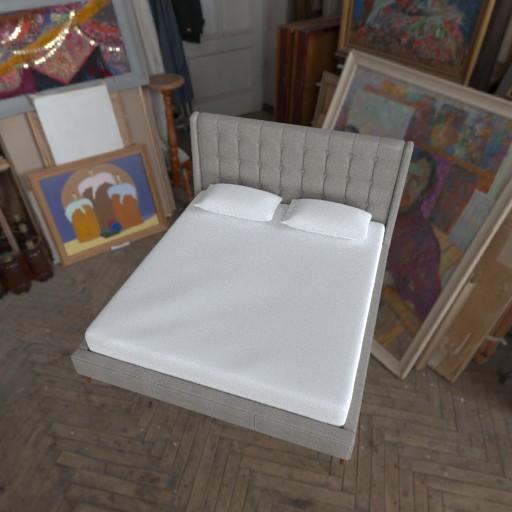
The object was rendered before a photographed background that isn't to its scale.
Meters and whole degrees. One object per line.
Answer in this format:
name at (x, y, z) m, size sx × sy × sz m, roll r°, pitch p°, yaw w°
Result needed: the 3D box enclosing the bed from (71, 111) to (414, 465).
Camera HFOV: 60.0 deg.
bed at (0.000, 0.000, 3.601) m, size 2.062 × 1.289 × 2.342 m, roll 12°, pitch 41°, yaw 14°
